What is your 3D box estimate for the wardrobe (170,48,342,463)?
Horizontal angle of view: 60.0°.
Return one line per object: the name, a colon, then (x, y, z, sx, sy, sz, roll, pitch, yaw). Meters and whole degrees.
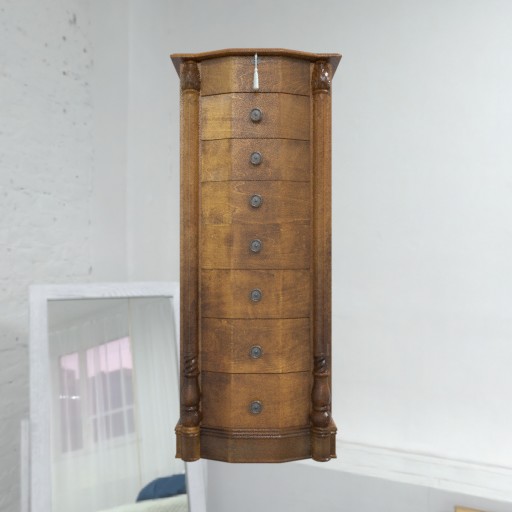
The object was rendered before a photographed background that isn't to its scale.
wardrobe: (0.000, 0.000, 1.142, 0.406, 0.959, 0.273, 0, 0, 0)
